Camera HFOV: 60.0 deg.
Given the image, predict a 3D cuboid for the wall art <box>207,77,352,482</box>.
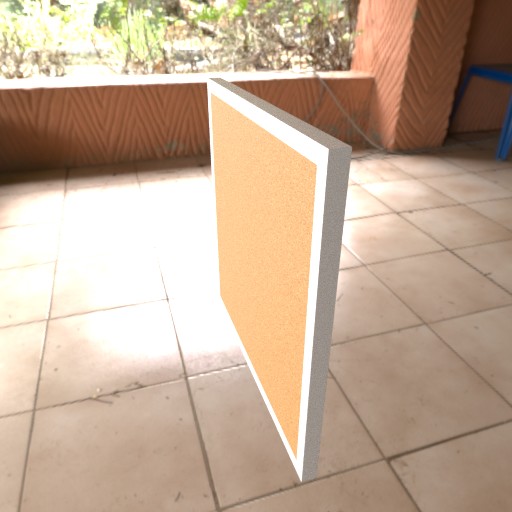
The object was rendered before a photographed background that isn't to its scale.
[{"bbox_3d":[0.000,0.000,1.137,0.038,0.762,0.762,-9,31,-16],"label":"wall art"}]
